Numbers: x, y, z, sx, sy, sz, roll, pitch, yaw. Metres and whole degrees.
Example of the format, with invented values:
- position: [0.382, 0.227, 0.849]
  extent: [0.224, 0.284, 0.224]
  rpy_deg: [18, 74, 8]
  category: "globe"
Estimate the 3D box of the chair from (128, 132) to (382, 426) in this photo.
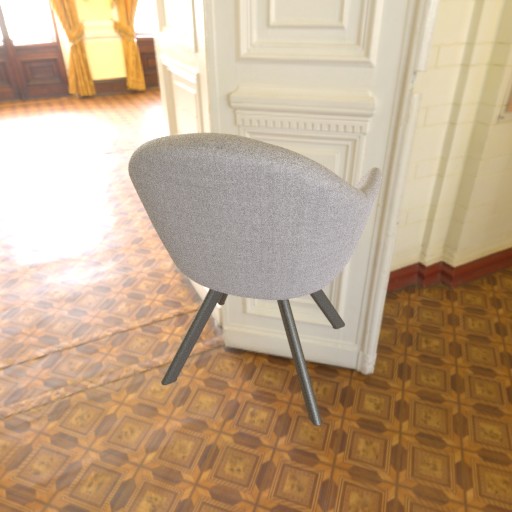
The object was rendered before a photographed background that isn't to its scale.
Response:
- position: [0.000, 0.000, 1.216]
  extent: [0.590, 0.795, 0.550]
  rpy_deg: [10, 33, 15]
  category: "chair"
